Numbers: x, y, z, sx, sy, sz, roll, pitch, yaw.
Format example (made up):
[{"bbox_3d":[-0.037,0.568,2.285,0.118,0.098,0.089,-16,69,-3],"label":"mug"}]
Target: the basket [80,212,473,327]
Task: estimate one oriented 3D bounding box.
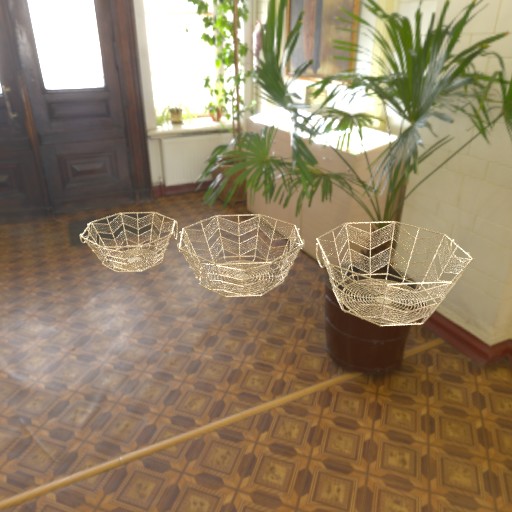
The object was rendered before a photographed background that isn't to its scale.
[{"bbox_3d":[0.000,0.000,1.419,1.246,0.178,0.432,8,28,16],"label":"basket"}]
